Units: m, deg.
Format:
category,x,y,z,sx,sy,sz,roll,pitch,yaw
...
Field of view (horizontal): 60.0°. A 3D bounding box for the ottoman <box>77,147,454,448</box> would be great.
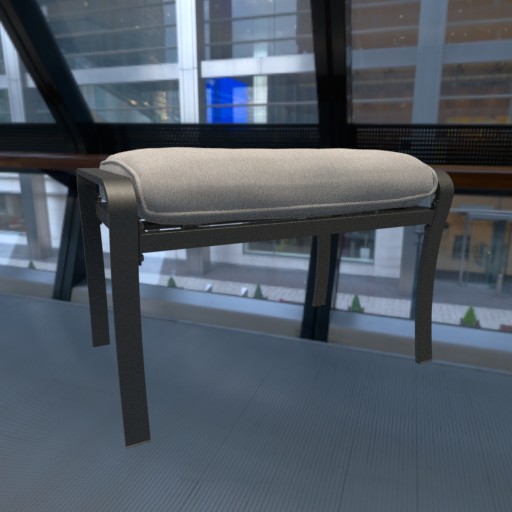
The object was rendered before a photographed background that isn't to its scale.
category,x,y,z,sx,sy,sz,roll,pitch,yaw
ottoman,0.000,0.000,0.887,0.610,0.422,0.406,-7,15,-26
